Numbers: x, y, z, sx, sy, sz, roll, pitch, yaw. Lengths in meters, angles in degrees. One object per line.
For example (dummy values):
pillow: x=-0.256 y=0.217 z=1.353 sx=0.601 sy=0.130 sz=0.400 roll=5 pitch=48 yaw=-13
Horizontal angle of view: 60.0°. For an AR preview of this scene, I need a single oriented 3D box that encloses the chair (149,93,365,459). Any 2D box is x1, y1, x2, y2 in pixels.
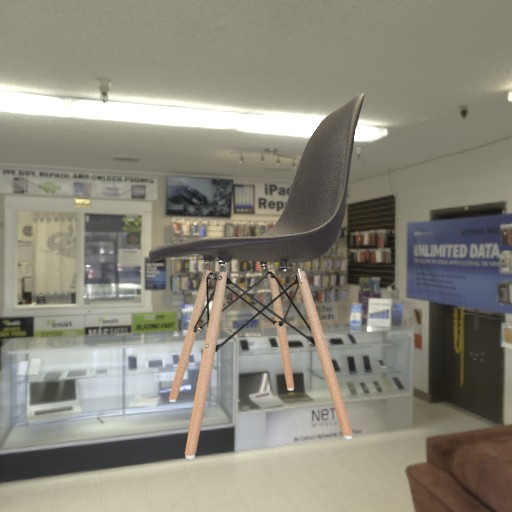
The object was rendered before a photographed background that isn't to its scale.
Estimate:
chair: x=0.000 y=0.000 z=1.136 sx=0.533 sy=0.825 sz=0.470 roll=0 pitch=1 yaw=-16
